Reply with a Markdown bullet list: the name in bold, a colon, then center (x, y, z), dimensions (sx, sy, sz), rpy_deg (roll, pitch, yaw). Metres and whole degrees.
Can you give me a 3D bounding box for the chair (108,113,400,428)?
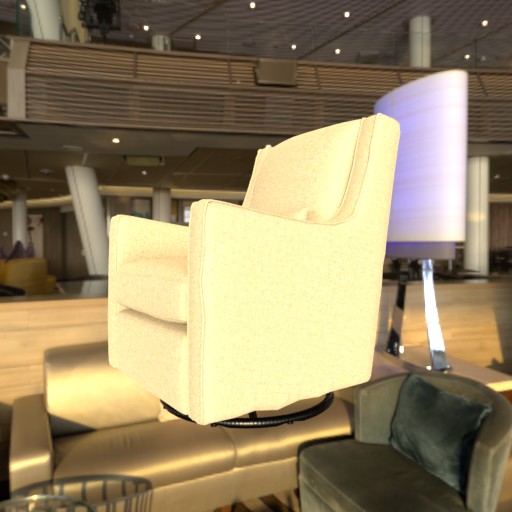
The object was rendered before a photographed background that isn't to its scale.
- **chair**: center (0.000, 0.000, 1.598), dimensions (0.879, 0.993, 0.732), rpy_deg (-1, 1, -36)
